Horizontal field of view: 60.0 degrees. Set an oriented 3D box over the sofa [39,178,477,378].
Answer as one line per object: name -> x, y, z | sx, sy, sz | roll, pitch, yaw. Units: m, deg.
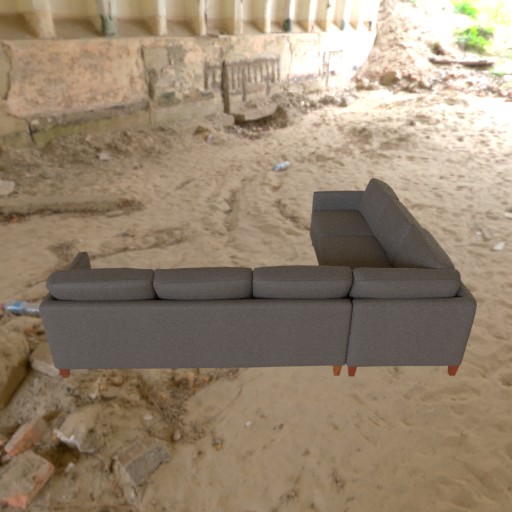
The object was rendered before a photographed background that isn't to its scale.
sofa -> 0.000, 0.000, 4.496 | 3.302, 0.947, 2.593 | 0, 27, -1
